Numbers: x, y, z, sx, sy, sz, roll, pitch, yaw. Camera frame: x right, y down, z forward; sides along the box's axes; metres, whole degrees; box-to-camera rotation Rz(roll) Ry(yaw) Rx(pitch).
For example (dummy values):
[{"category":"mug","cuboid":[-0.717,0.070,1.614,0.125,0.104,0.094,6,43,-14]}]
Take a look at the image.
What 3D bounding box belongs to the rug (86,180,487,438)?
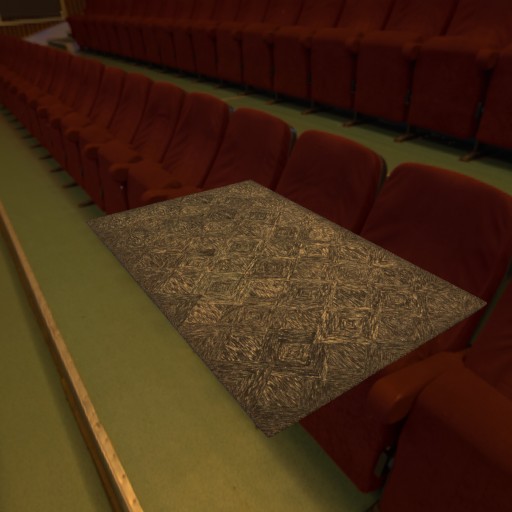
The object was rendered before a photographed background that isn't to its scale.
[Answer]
[{"category":"rug","cuboid":[0.000,0.000,2.182,1.139,0.010,1.754,-20,36,-30]}]
